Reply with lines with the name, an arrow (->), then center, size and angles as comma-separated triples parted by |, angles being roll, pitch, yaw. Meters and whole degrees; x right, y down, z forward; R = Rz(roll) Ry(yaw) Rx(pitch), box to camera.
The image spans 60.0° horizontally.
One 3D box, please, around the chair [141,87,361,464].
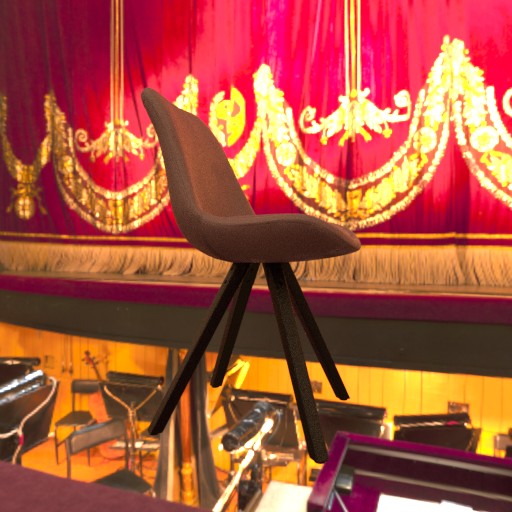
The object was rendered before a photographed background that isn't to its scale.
chair -> 0.000, 0.000, 1.191 | 0.547, 0.865, 0.483 | 0, 2, 18
